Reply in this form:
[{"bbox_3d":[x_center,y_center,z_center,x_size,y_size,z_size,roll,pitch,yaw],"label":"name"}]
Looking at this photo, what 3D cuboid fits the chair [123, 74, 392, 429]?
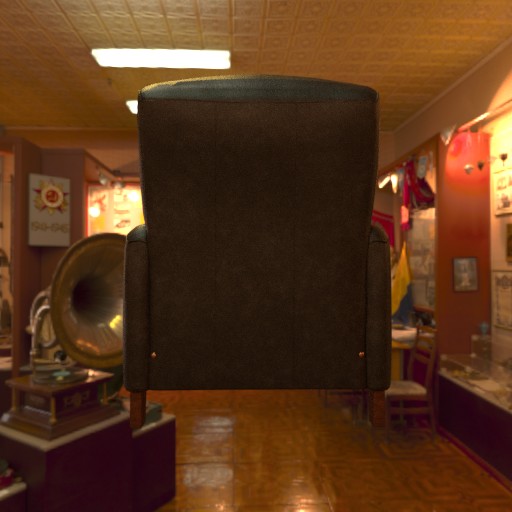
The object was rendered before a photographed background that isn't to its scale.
[{"bbox_3d":[0.000,0.000,1.643,0.848,1.014,0.864,0,-1,-1],"label":"chair"}]
